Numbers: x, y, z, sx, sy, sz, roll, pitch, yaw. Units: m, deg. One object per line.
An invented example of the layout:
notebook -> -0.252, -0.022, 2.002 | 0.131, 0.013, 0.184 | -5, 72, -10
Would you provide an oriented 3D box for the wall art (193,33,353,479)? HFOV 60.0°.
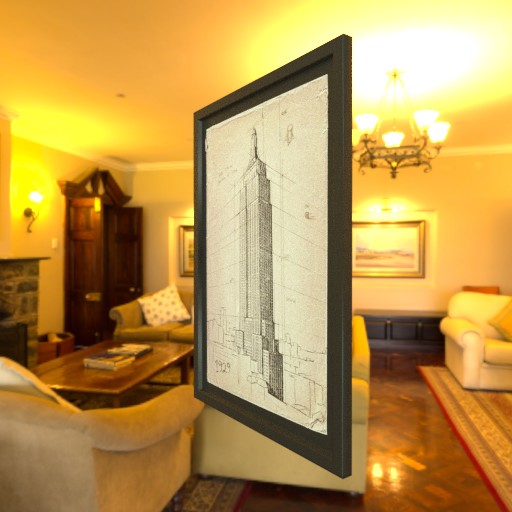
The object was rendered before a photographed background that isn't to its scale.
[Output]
wall art -> 0.000, 0.000, 0.554 | 0.013, 0.431, 0.303 | 0, 1, -36
